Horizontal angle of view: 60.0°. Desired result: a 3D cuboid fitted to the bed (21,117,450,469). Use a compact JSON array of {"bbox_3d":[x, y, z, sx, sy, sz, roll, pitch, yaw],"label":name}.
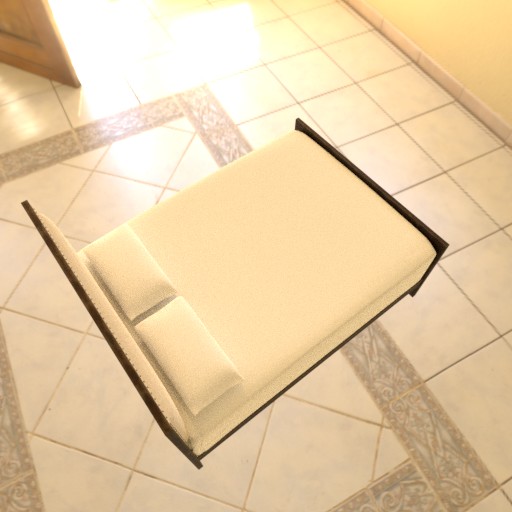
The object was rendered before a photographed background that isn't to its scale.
[{"bbox_3d":[0.000,0.000,3.158,2.221,1.313,1.607,-33,64,-19],"label":"bed"}]
